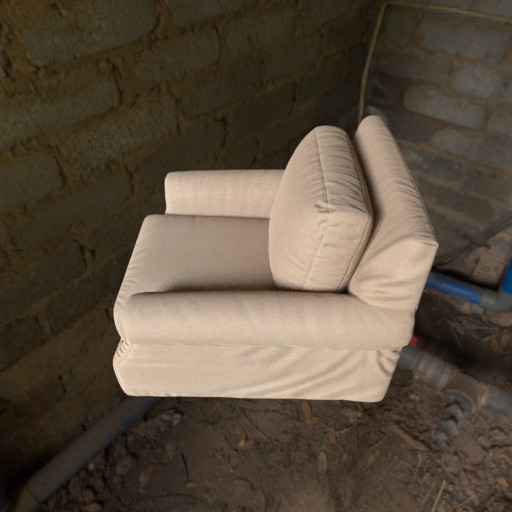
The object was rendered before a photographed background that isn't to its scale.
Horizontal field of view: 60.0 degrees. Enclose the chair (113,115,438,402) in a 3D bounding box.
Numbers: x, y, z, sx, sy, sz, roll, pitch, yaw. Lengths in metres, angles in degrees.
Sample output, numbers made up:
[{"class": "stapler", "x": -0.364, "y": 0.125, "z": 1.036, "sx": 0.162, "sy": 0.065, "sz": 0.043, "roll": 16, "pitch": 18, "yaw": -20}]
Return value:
[{"class": "chair", "x": 0.000, "y": 0.000, "z": 1.771, "sx": 1.066, "sy": 0.866, "sz": 0.940, "roll": 1, "pitch": 42, "yaw": 1}]
